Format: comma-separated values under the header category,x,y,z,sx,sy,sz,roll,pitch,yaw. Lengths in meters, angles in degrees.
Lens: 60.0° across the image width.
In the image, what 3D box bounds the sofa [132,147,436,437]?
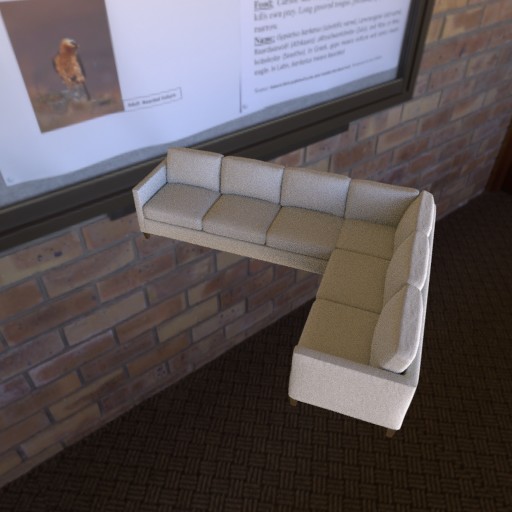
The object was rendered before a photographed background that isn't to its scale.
category,x,y,z,sx,sy,sz,roll,pitch,yaw
sofa,0.000,0.000,4.567,3.333,0.934,2.522,13,42,15
